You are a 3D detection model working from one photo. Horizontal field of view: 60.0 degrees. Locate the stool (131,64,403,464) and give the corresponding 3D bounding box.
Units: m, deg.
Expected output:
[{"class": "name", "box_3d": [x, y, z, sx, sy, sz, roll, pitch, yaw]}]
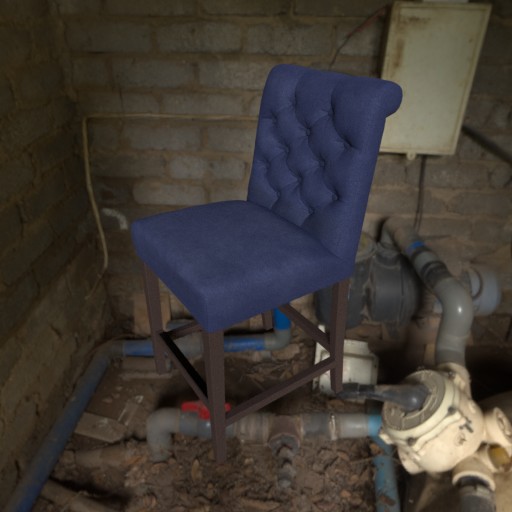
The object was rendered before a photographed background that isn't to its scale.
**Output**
[{"class": "stool", "box_3d": [0.000, 0.000, 1.345, 0.601, 1.010, 0.493, -19, 35, -29]}]
